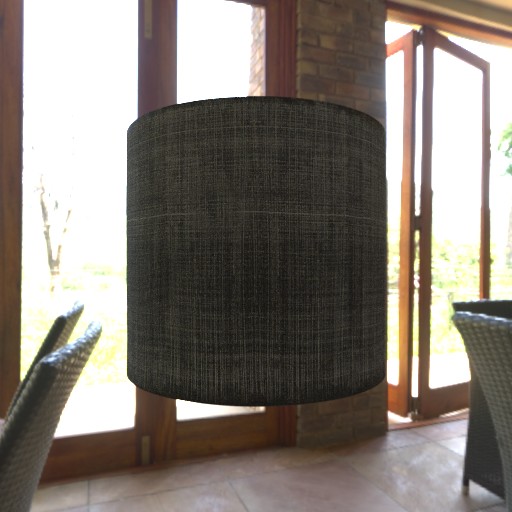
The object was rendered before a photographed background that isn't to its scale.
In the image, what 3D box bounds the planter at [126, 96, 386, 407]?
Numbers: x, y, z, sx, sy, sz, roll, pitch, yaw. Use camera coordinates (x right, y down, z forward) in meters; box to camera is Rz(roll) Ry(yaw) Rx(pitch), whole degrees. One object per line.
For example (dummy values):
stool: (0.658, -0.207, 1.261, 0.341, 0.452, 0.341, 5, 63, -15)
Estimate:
planter: (0.000, 0.000, 0.391, 0.221, 0.201, 0.221, 0, -1, 0)
